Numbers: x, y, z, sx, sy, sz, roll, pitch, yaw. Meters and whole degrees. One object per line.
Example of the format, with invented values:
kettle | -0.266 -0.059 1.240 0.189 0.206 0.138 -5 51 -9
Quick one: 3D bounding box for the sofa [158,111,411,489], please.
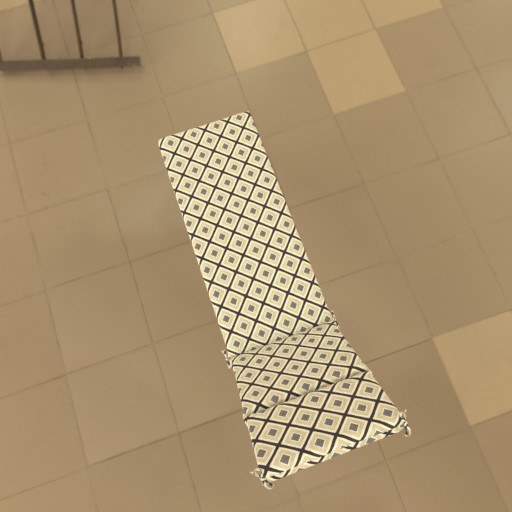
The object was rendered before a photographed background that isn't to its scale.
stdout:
sofa | 0.000 0.000 1.935 0.582 0.622 1.663 -19 77 -5
